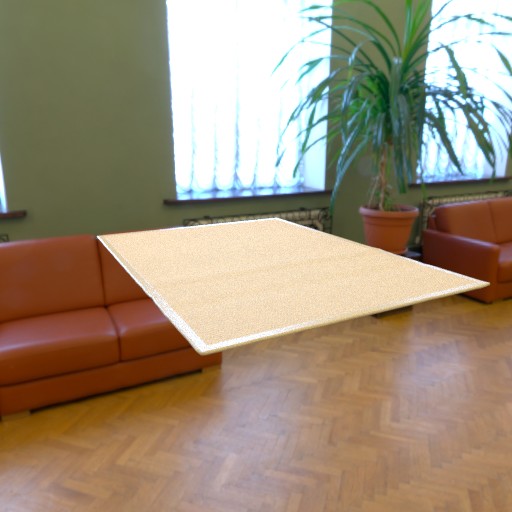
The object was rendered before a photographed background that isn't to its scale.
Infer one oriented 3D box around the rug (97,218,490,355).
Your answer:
[{"bbox_3d":[0.000,0.000,4.836,2.734,0.037,3.659,-8,17,-27],"label":"rug"}]
